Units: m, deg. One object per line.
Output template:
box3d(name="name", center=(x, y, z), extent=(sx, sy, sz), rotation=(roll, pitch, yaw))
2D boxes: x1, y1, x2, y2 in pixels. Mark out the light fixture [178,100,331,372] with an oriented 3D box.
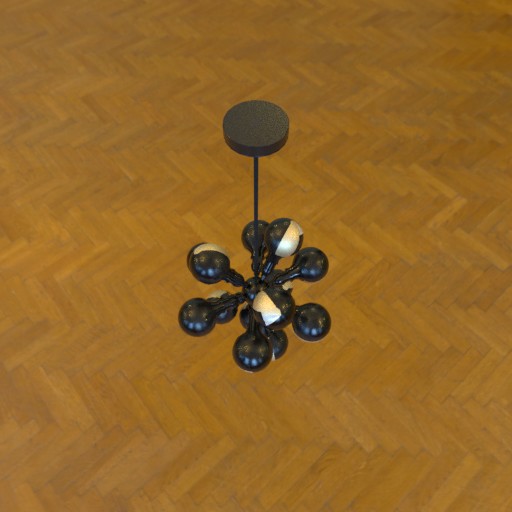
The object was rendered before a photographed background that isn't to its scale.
box3d(name="light fixture", center=(0.000, 0.000, 1.099), extent=(0.420, 0.859, 0.468), rotation=(2, 59, 1))
